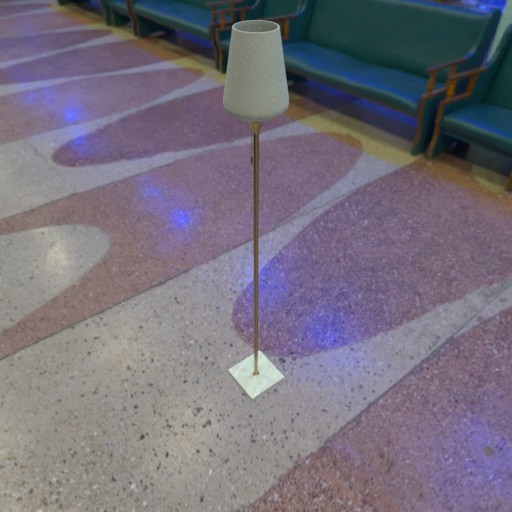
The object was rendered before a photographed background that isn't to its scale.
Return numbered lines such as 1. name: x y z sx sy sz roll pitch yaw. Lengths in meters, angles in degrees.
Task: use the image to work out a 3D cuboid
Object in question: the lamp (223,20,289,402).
1. lamp: 0.000 0.000 1.914 0.229 1.813 0.232 -26 48 -27
